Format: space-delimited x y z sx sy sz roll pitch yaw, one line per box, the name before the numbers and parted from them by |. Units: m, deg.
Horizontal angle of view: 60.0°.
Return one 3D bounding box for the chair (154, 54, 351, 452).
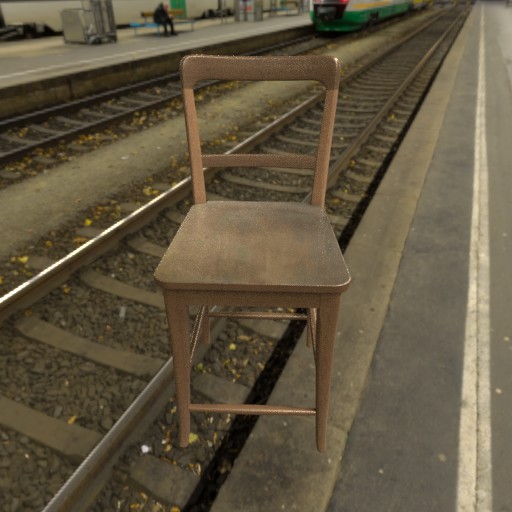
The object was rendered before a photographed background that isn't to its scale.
chair | 0.000 0.000 1.258 0.450 0.991 0.546 1 31 2
